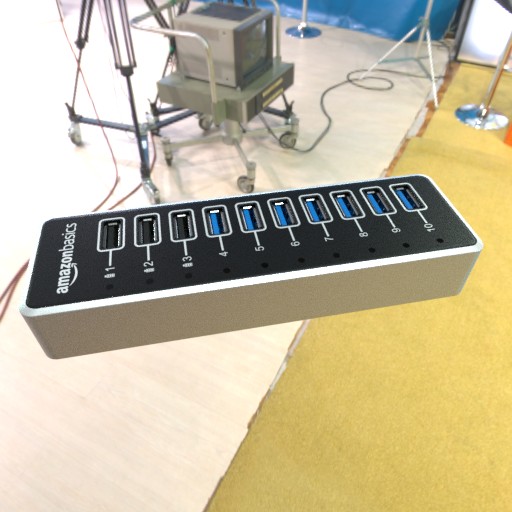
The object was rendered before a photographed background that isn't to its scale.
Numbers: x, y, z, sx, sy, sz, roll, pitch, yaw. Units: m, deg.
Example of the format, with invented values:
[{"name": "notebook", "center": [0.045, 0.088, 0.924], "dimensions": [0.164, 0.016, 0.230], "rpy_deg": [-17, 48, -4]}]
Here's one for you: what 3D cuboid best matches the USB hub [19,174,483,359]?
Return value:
[{"name": "USB hub", "center": [0.000, 0.000, 0.156], "dimensions": [0.145, 0.023, 0.044], "rpy_deg": [-8, 46, -8]}]
